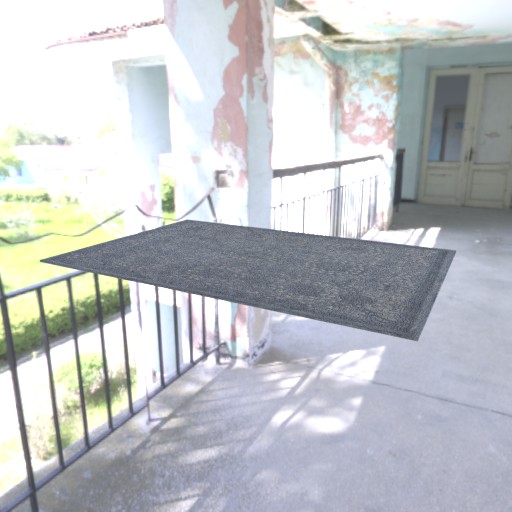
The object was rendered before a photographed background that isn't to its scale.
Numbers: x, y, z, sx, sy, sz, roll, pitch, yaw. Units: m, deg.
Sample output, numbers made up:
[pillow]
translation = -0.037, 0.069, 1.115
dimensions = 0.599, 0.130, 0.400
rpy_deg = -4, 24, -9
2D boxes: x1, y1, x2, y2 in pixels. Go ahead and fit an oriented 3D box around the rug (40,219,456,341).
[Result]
[rug]
translation = 0.000, 0.000, 2.318
dimensions = 1.819, 0.012, 1.208
rpy_deg = 8, 18, 28
